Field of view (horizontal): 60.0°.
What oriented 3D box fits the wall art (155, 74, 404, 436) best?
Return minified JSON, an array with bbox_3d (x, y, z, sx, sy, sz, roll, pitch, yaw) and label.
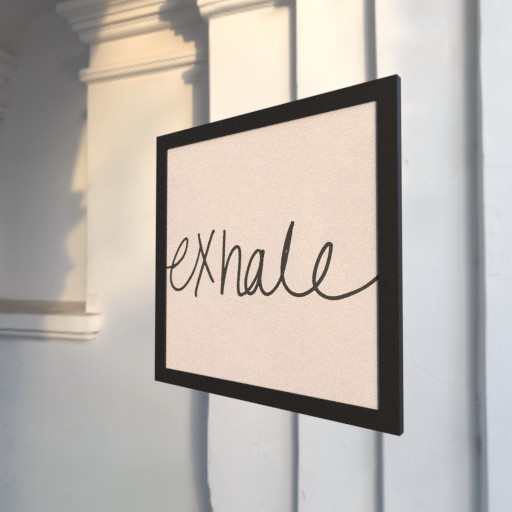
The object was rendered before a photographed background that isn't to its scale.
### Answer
[{"bbox_3d":[0.000,0.000,0.547,0.358,0.357,0.012,-1,-2,37],"label":"wall art"}]
